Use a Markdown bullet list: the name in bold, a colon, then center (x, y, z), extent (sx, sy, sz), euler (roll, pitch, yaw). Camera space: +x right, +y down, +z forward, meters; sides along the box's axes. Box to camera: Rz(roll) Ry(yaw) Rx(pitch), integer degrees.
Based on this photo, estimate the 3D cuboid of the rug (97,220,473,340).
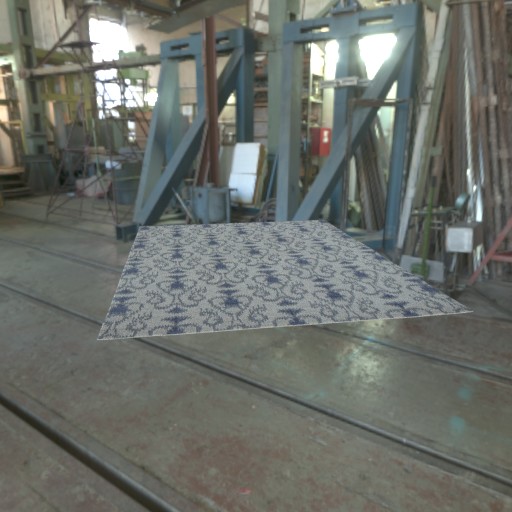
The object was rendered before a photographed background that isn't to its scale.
- **rug**: center (0.000, 0.000, 4.298), extent (2.437, 0.015, 3.205), euler (-3, 16, -9)
